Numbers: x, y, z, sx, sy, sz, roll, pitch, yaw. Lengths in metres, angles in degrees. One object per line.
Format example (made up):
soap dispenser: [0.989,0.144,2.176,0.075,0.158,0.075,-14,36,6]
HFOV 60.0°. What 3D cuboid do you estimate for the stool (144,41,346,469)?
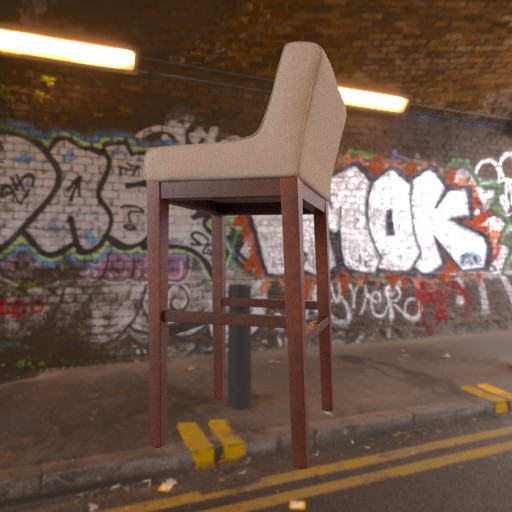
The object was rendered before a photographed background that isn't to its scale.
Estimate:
stool: [0.000,0.000,1.350,0.500,1.037,0.511,0,-1,18]
